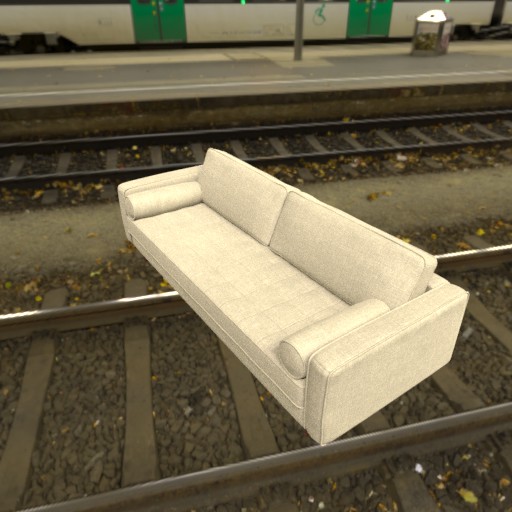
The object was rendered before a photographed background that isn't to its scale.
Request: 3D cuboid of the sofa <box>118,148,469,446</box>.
[{"bbox_3d":[0.000,0.000,2.674,0.914,0.762,2.211,-20,36,-29],"label":"sofa"}]
